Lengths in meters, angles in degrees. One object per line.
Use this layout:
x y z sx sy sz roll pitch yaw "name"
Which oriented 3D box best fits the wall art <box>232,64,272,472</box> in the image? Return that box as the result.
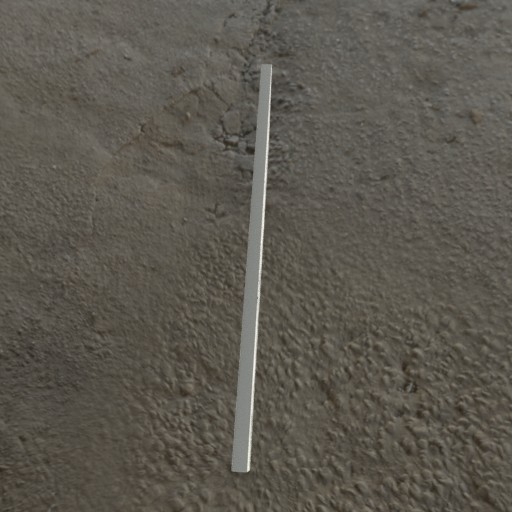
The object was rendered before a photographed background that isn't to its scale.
0.000 0.000 1.739 0.044 0.507 1.520 3 65 1 "wall art"
